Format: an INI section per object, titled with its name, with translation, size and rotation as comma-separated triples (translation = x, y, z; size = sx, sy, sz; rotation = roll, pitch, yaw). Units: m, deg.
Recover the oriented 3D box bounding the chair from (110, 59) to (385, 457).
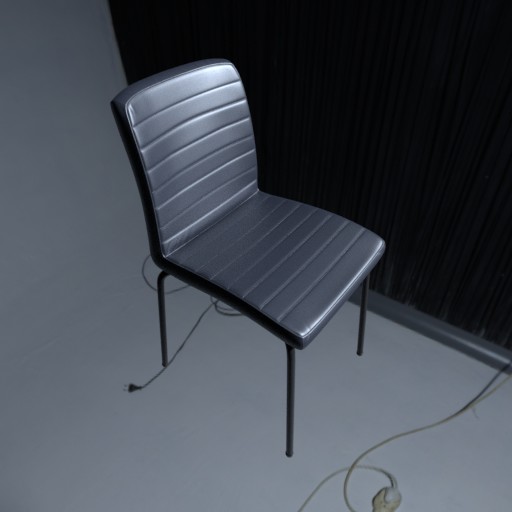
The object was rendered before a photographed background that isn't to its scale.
[chair]
translation = 0.000, 0.000, 1.206
size = 0.572, 0.872, 0.450
rotation = 26, 46, 27
